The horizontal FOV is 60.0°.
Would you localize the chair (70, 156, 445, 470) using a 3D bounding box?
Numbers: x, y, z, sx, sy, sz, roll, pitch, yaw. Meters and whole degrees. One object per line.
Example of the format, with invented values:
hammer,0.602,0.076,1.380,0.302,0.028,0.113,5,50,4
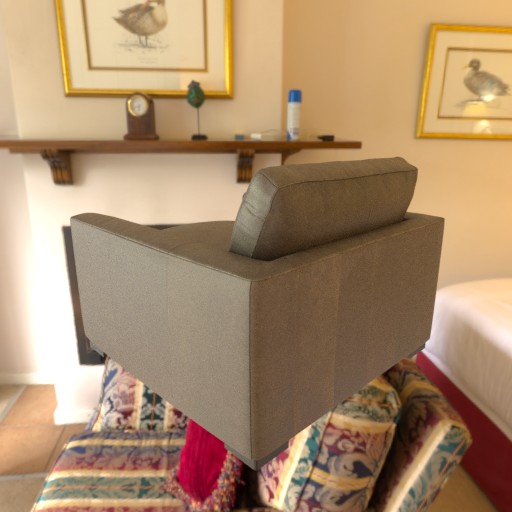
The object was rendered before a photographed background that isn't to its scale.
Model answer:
chair,0.000,0.000,1.796,1.106,0.807,1.080,-15,22,-42
